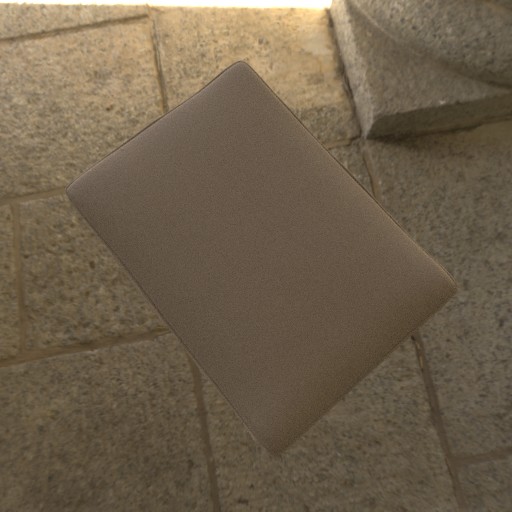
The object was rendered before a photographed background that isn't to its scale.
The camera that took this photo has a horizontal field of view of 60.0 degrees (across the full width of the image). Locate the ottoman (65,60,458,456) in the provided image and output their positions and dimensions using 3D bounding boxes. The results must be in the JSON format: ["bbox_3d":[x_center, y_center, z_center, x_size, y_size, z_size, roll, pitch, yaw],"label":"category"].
[{"bbox_3d":[0.000,0.000,1.356,0.721,0.482,0.959,-39,79,-9],"label":"ottoman"}]
